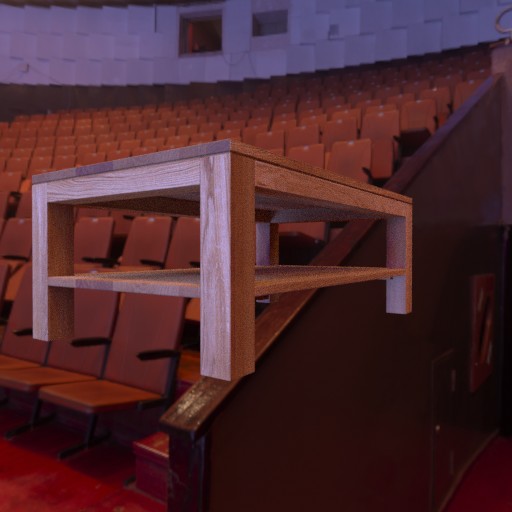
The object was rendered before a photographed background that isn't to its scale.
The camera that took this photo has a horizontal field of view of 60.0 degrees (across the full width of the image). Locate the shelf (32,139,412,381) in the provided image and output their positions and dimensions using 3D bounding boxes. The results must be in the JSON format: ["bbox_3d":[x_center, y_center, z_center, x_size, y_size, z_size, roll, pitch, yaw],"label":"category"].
[{"bbox_3d":[0.000,0.000,1.492,0.700,0.450,1.150,0,1,35],"label":"shelf"}]
